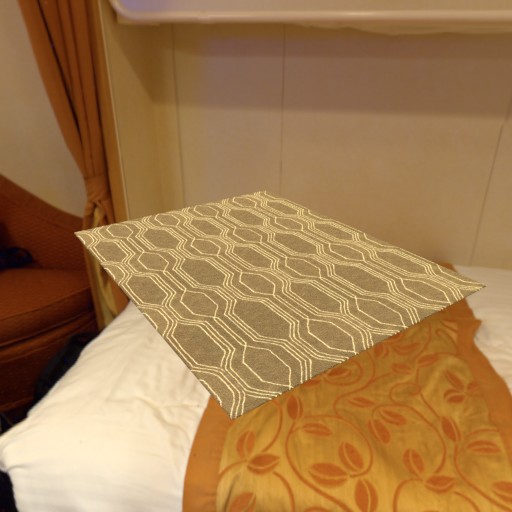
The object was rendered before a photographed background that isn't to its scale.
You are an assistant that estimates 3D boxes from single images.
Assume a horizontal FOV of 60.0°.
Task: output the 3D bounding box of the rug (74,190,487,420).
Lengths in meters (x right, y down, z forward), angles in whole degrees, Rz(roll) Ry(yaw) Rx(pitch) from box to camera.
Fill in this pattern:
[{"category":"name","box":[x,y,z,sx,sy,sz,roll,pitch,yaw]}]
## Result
[{"category":"rug","box":[0.000,0.000,4.103,2.457,0.012,3.062,-17,31,-31]}]
